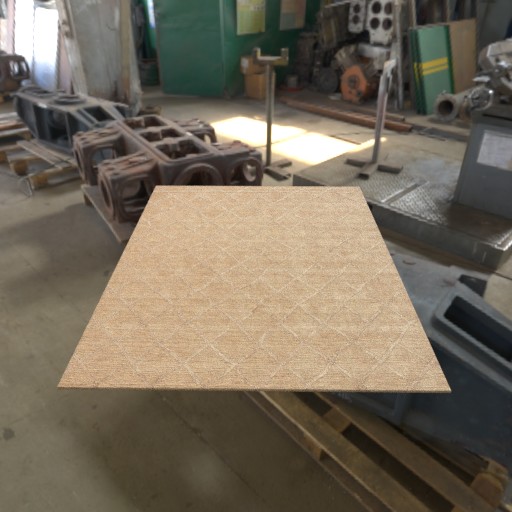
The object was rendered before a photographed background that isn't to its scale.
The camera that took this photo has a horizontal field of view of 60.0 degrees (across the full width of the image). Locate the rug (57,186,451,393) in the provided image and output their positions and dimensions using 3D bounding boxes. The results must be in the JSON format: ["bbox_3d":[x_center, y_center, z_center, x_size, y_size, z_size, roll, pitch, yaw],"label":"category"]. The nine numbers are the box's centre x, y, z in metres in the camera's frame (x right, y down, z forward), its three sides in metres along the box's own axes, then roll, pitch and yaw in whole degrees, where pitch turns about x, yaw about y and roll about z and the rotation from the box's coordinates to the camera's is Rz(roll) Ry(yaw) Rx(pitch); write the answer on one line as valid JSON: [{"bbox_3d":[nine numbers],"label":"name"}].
[{"bbox_3d":[0.000,0.000,3.993,2.420,0.019,3.039,0,33,1],"label":"rug"}]
